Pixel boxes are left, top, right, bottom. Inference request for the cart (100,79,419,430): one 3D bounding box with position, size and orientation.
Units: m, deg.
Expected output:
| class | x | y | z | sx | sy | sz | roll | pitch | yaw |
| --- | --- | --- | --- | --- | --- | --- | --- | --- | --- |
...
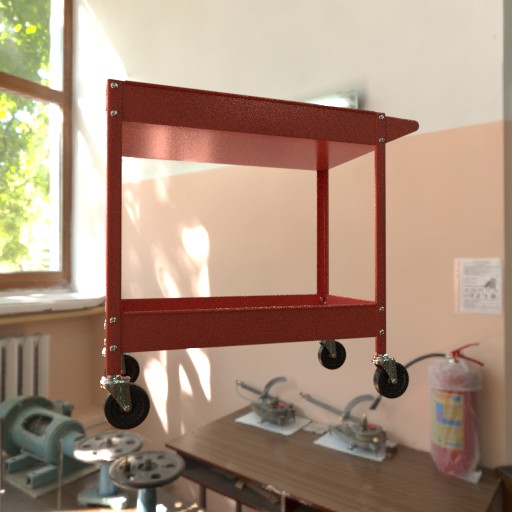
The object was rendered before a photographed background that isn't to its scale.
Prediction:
| class | x | y | z | sx | sy | sz | roll | pitch | yaw |
| --- | --- | --- | --- | --- | --- | --- | --- | --- | --- |
| cart | 0.000 | 0.000 | 1.183 | 0.779 | 0.719 | 0.366 | 0 | -1 | -19 |
